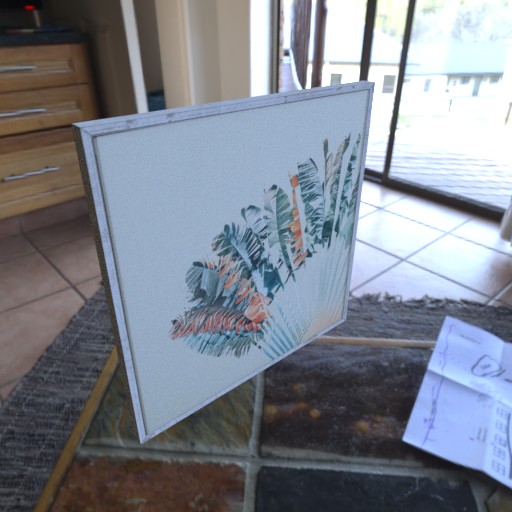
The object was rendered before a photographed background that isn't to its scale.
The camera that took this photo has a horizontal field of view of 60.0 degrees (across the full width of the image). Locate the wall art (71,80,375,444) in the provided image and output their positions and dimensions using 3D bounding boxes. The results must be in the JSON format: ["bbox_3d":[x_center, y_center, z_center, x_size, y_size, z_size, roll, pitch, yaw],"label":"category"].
[{"bbox_3d":[0.000,0.000,1.113,0.760,0.757,0.038,-22,36,-34],"label":"wall art"}]
